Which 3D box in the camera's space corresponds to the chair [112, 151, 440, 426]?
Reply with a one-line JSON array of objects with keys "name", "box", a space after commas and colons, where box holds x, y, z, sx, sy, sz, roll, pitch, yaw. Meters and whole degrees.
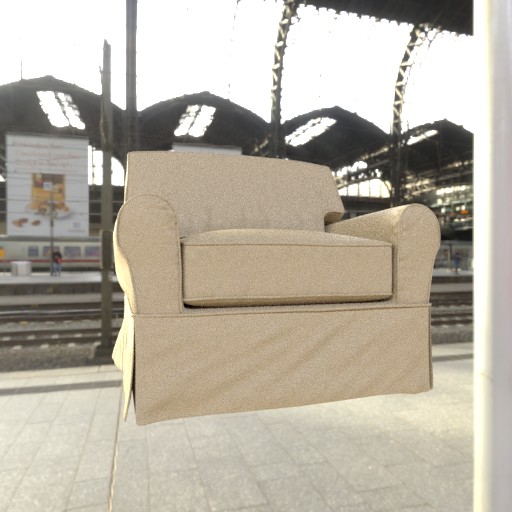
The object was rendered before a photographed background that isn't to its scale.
[{"name": "chair", "box": [0.000, 0.000, 1.765, 1.096, 0.937, 0.903, 0, 0, -18]}]
